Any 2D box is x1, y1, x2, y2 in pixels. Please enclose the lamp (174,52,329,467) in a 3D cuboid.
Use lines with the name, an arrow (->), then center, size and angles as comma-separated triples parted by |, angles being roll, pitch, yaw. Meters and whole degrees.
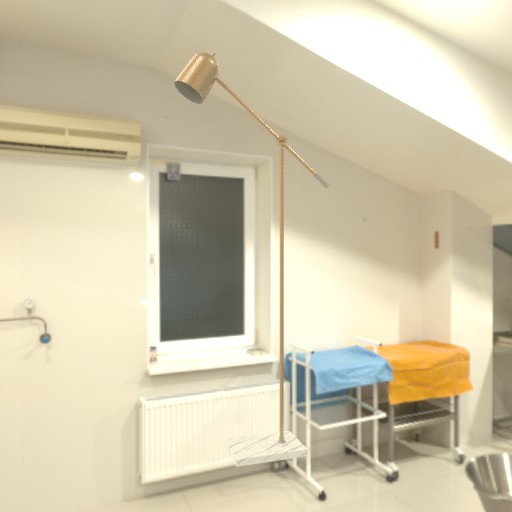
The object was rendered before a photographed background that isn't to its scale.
lamp -> 0.000, 0.000, 1.795 | 0.653, 1.594, 0.194 | 0, 1, -18
